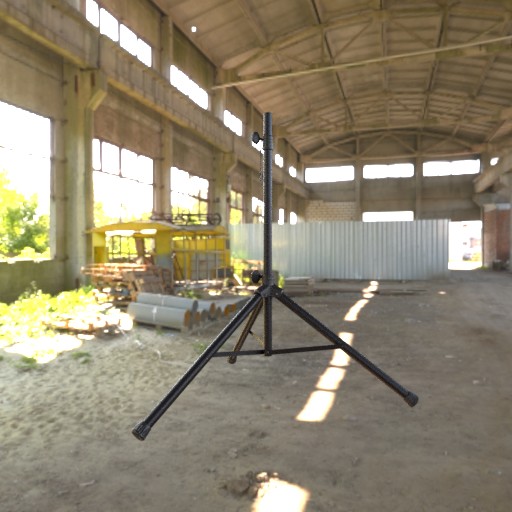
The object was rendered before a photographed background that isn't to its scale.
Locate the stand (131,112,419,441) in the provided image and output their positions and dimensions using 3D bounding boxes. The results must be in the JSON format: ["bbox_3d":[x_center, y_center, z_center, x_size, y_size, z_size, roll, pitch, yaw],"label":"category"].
[{"bbox_3d":[0.000,0.000,1.913,1.045,1.136,0.907,0,0,-16],"label":"stand"}]
